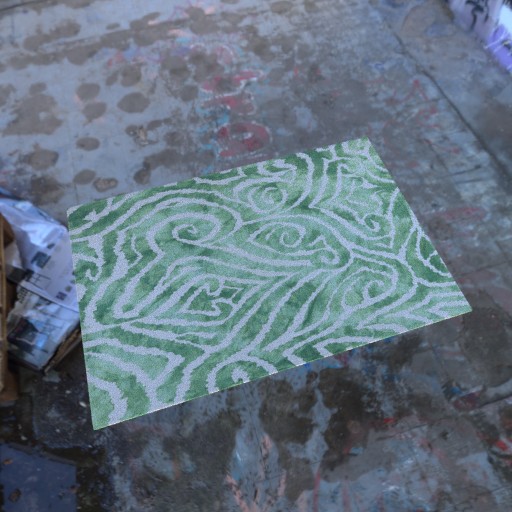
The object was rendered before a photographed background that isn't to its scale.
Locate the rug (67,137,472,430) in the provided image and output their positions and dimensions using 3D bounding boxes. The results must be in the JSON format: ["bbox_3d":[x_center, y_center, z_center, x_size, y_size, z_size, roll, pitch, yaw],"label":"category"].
[{"bbox_3d":[0.000,0.000,2.313,1.826,0.006,1.220,-15,61,-9],"label":"rug"}]
